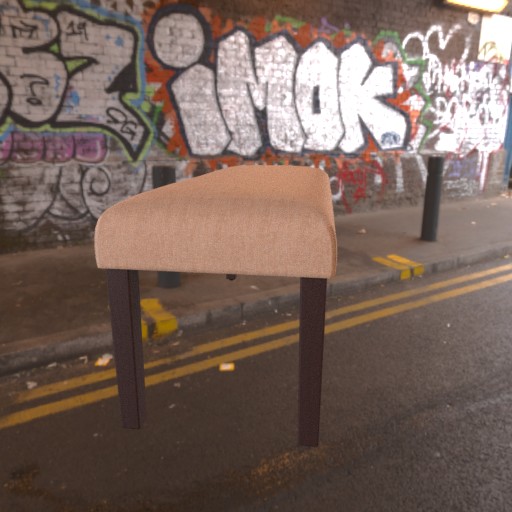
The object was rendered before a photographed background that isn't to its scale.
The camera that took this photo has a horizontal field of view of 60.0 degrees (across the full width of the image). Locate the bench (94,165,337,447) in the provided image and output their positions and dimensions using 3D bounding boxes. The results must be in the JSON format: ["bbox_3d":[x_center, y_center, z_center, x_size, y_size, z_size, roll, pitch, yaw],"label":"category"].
[{"bbox_3d":[0.000,0.000,1.238,0.407,0.456,1.013,2,15,8],"label":"bench"}]
